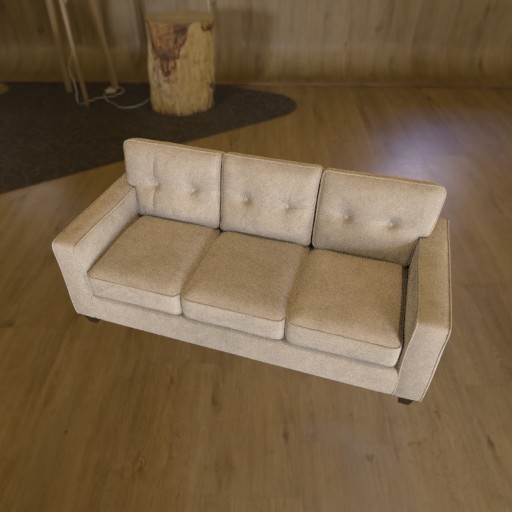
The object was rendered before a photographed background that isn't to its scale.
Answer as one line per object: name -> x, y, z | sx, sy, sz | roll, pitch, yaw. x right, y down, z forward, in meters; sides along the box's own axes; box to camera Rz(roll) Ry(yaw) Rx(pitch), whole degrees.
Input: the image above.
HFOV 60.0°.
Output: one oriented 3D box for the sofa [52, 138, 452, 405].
sofa -> 0.000, 0.000, 2.643 | 2.133, 0.965, 0.939 | 12, 42, 13
